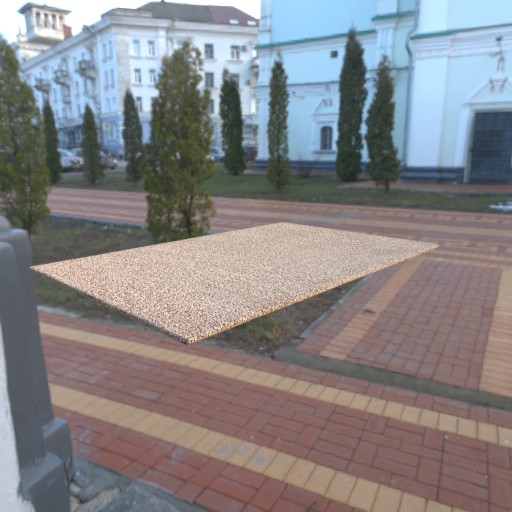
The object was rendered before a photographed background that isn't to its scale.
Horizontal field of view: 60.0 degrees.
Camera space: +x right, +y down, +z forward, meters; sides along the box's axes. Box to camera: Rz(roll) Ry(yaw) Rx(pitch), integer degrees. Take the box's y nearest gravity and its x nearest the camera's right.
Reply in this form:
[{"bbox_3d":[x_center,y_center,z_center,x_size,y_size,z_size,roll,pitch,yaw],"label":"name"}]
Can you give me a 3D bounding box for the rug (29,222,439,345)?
[{"bbox_3d":[0.000,0.000,3.454,1.778,0.030,2.743,12,18,42],"label":"rug"}]
